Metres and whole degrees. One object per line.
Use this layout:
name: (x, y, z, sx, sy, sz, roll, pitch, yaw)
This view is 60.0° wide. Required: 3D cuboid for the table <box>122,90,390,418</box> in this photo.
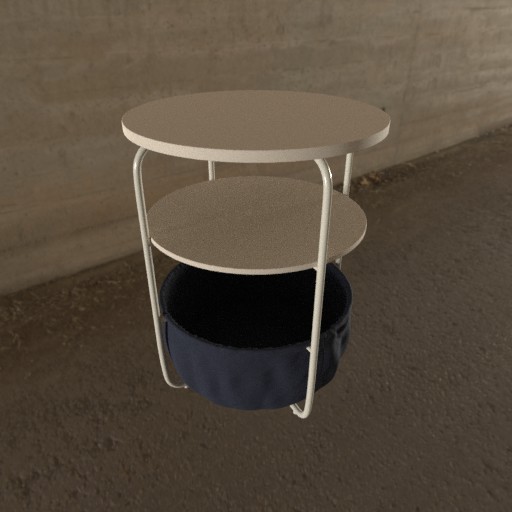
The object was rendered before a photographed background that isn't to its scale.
table: (0.000, 0.000, 0.846, 0.418, 0.532, 0.418, 9, 31, 15)
